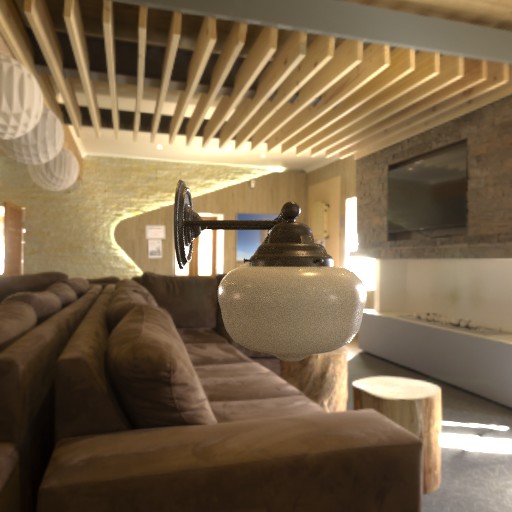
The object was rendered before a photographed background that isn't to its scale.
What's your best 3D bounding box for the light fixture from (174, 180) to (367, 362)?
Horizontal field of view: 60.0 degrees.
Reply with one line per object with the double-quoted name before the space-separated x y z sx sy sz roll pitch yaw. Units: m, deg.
"light fixture" 0.000 0.000 0.710 0.239 0.242 0.587 0 -1 -1
